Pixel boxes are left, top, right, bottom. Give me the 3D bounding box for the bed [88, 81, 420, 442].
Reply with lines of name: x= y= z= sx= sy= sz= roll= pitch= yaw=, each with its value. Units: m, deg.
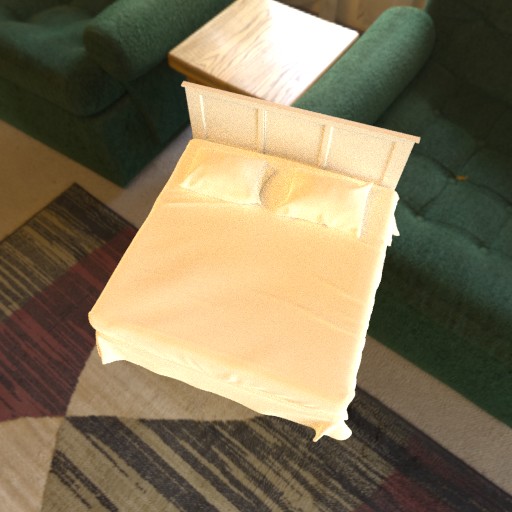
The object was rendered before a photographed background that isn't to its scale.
bed: x=0.000 y=0.000 z=3.624 sx=2.317 sy=1.273 sz=2.215 roll=17 pitch=61 yaw=10
